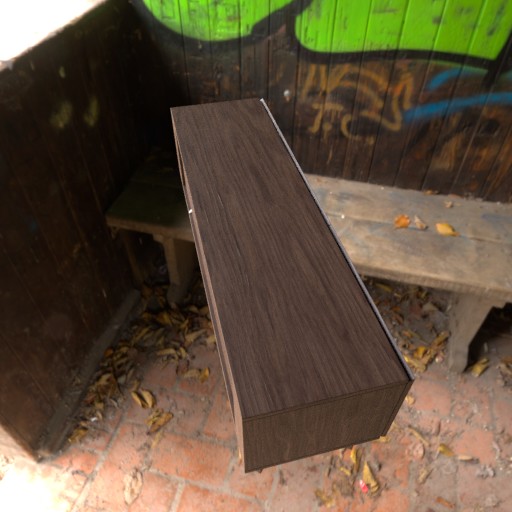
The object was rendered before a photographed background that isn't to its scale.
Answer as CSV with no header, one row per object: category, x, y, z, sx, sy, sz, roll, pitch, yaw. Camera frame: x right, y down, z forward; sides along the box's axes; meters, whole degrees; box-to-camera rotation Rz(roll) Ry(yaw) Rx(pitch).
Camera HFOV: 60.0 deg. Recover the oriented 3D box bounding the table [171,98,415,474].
table,0.000,0.000,1.625,0.405,0.508,1.397,-10,47,-10
